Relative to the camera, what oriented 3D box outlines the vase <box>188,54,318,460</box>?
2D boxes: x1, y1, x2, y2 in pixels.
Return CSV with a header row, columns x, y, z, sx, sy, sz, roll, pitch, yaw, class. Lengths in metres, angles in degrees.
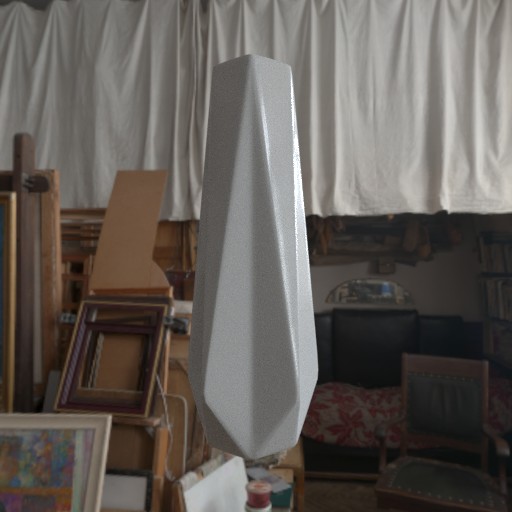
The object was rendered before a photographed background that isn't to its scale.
x,y,z,sx,sy,sz,roll,pitch,yaw,class
0.000,0.000,0.390,0.122,0.329,0.116,0,0,-35,vase
